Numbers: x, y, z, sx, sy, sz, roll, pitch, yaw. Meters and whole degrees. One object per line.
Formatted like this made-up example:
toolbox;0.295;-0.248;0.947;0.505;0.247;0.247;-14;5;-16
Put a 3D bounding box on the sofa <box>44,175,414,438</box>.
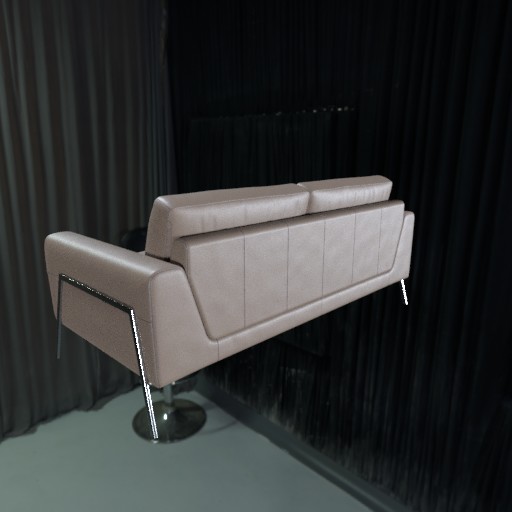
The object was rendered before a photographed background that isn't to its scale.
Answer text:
sofa;0.000;0.000;2.556;0.953;0.875;2.017;14;20;43
